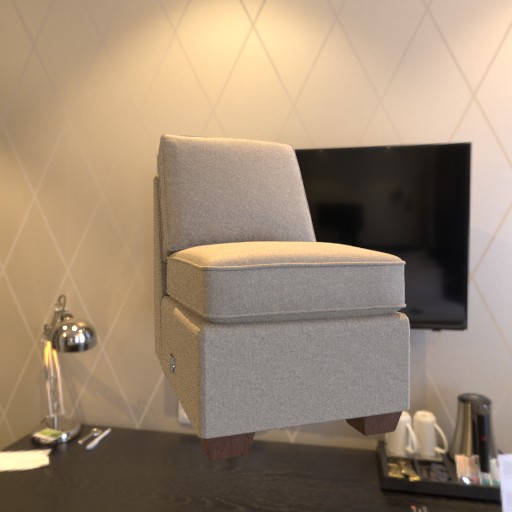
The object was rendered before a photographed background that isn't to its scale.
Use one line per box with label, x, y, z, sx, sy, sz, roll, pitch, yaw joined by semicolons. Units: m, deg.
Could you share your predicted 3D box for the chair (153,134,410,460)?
chair;0.000;0.000;1.679;0.674;1.058;1.020;0;1;-19
